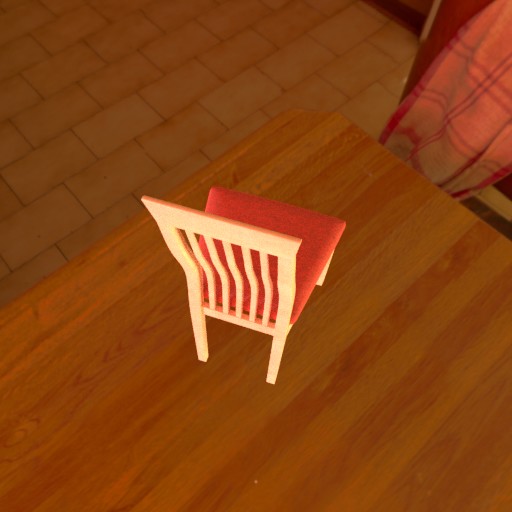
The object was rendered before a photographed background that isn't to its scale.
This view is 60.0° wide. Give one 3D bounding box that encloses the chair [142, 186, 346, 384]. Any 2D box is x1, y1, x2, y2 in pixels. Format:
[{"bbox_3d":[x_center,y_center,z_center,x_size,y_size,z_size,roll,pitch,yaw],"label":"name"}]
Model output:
[{"bbox_3d":[0.000,0.000,1.299,0.460,1.027,0.474,16,64,8],"label":"chair"}]
